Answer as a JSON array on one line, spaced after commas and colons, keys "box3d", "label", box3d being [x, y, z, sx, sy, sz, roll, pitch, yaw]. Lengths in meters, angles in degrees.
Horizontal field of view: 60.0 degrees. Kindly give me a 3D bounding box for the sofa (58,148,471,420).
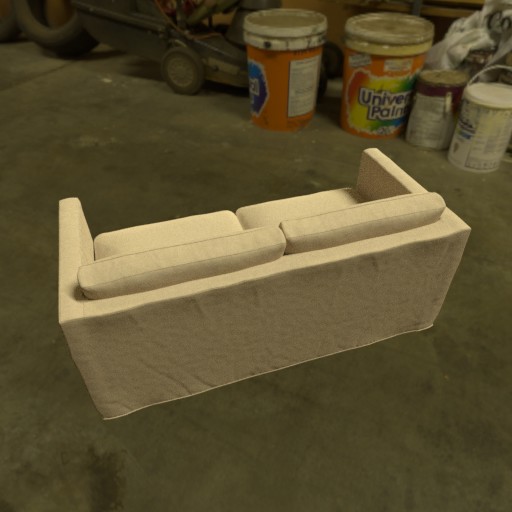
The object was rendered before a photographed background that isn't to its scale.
[{"box3d": [0.000, 0.000, 2.454, 1.959, 0.835, 0.962, -12, 42, -14], "label": "sofa"}]
